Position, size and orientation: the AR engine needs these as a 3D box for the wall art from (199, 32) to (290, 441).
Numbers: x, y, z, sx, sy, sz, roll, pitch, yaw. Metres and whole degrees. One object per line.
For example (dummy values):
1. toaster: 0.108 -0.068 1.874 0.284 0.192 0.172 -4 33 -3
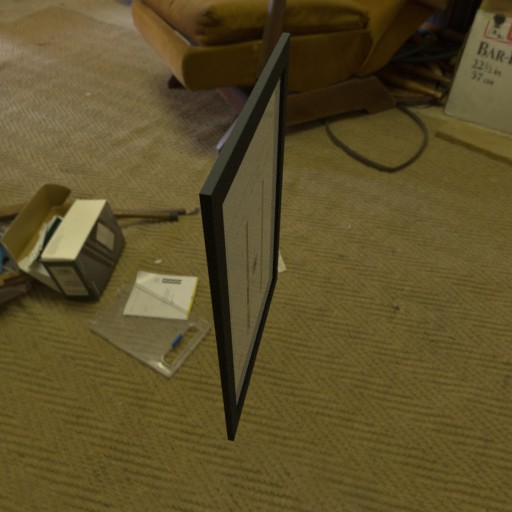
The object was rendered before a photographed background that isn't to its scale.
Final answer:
1. wall art: 0.000 0.000 0.689 0.012 0.529 0.374 10 47 9
